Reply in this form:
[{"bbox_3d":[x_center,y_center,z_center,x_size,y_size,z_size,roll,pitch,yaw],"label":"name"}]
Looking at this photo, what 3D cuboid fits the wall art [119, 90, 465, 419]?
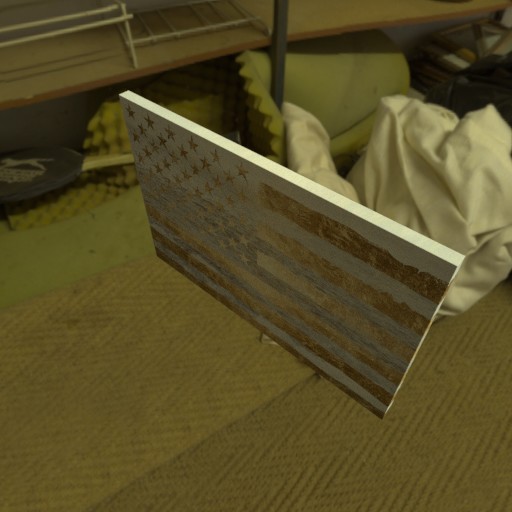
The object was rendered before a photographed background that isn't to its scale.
[{"bbox_3d":[0.000,0.000,1.466,1.145,0.762,0.041,32,54,27],"label":"wall art"}]
